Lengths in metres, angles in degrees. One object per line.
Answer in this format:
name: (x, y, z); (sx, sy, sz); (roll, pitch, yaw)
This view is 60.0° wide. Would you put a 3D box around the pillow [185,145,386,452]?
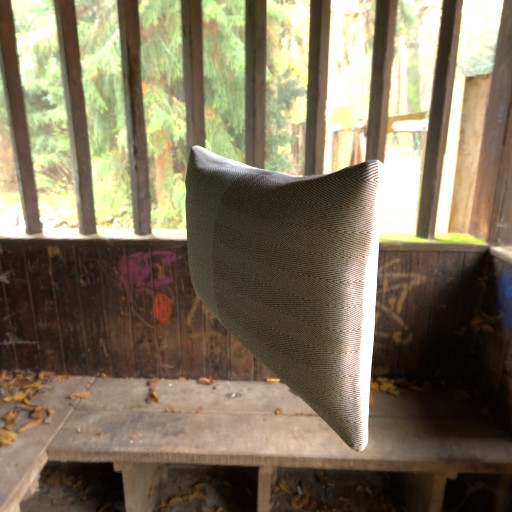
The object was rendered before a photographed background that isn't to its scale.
pillow: (0.000, 0.000, 0.644); (0.139, 0.305, 0.506); (-8, 18, -25)
